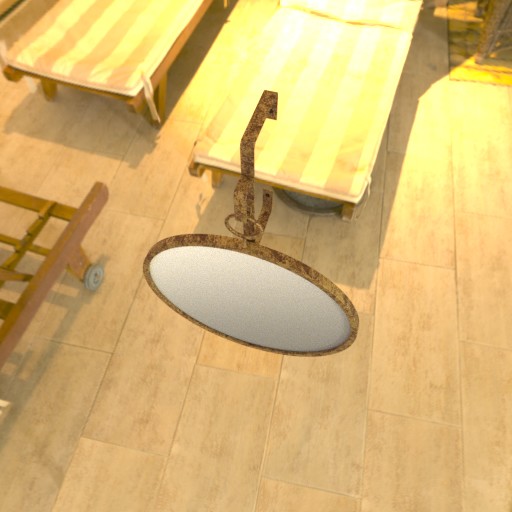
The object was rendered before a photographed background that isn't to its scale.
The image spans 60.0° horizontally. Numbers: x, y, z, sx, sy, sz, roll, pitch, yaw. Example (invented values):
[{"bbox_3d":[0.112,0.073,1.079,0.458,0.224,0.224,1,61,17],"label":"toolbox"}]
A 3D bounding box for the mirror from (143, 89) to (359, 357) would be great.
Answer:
[{"bbox_3d":[0.000,0.000,0.844,0.447,0.651,0.144,15,60,9],"label":"mirror"}]
